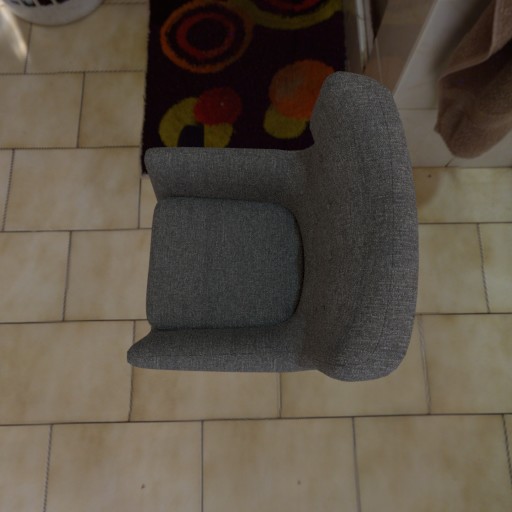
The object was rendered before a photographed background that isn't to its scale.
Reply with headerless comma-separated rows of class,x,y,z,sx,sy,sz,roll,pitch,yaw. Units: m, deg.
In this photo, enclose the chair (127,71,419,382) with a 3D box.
chair,0.000,0.000,1.679,0.904,1.063,0.878,1,76,0
